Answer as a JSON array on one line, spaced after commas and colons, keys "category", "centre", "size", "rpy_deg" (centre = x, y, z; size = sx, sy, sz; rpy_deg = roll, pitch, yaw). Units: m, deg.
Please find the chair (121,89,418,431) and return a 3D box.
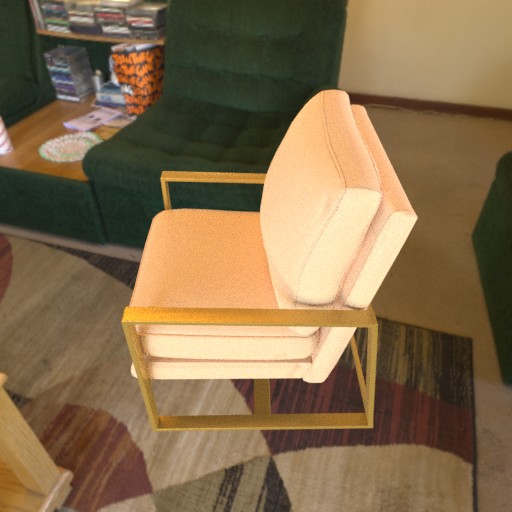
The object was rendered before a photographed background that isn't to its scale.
[{"category": "chair", "centre": [0.000, 0.000, 1.518], "size": [0.813, 0.956, 0.758], "rpy_deg": [-1, 41, -1]}]
